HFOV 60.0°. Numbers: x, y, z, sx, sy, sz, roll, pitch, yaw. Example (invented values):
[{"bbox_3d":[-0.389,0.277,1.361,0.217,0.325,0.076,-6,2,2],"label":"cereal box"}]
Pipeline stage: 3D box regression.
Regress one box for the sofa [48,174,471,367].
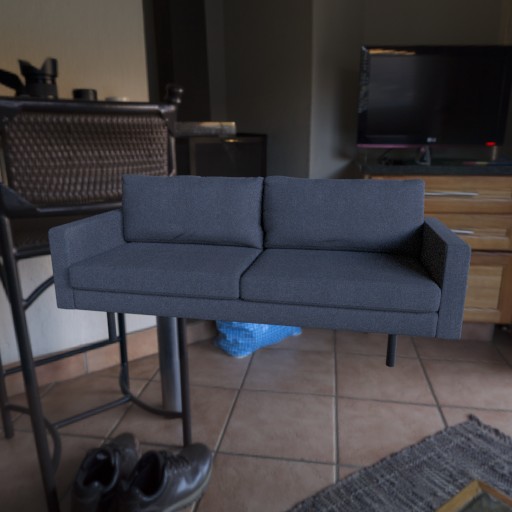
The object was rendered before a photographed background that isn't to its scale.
[{"bbox_3d":[0.000,0.000,2.573,2.100,0.880,0.880,3,15,11],"label":"sofa"}]
